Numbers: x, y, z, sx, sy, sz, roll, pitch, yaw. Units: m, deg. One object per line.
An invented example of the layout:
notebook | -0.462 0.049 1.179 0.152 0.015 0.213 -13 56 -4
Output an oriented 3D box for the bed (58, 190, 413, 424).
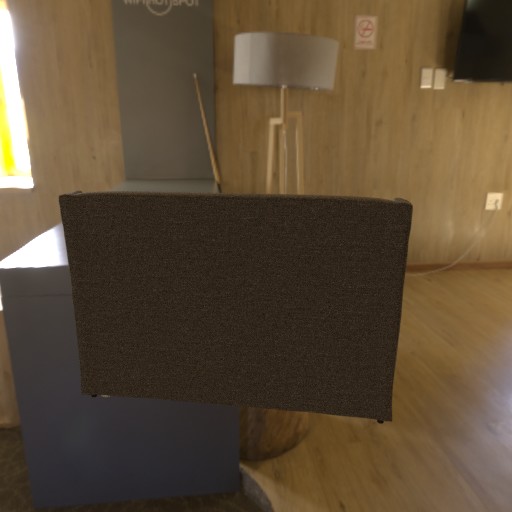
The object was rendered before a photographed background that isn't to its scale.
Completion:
bed | 0.000 0.000 3.569 1.925 1.332 2.276 2 17 8
